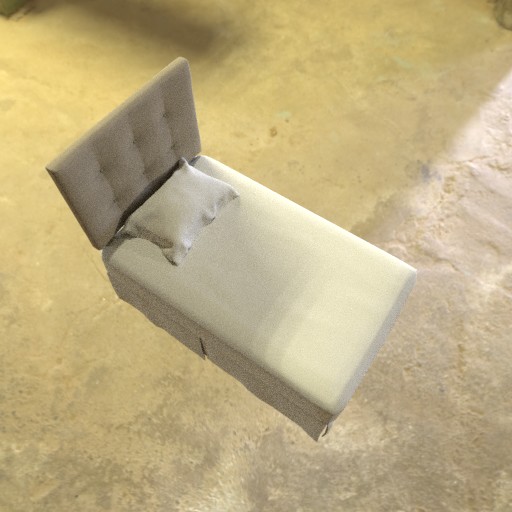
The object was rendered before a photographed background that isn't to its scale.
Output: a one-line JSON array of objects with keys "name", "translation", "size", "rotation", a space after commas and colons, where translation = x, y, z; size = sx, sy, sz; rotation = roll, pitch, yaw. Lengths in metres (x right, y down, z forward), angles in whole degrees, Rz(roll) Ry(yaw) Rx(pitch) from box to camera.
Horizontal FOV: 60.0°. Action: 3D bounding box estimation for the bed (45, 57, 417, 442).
[{"name": "bed", "translation": [0.000, 0.000, 2.977], "size": [1.997, 1.571, 1.261], "rotation": [31, 64, 17]}]
